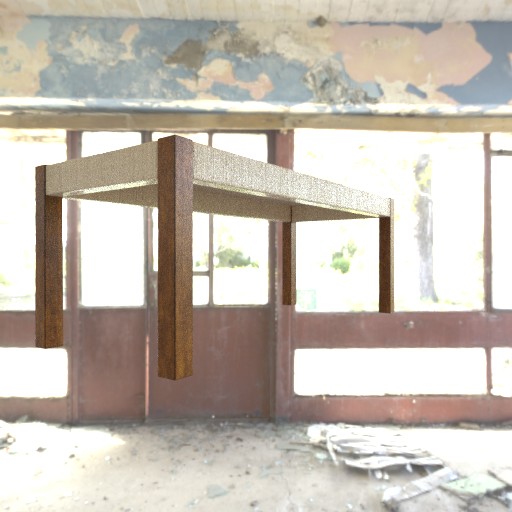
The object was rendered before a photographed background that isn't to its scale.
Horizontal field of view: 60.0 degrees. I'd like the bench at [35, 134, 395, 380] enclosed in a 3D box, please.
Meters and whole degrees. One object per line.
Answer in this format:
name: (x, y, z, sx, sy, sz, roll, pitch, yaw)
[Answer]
bench: (0.000, 0.000, 1.453, 0.507, 0.457, 1.198, 0, 0, 36)
